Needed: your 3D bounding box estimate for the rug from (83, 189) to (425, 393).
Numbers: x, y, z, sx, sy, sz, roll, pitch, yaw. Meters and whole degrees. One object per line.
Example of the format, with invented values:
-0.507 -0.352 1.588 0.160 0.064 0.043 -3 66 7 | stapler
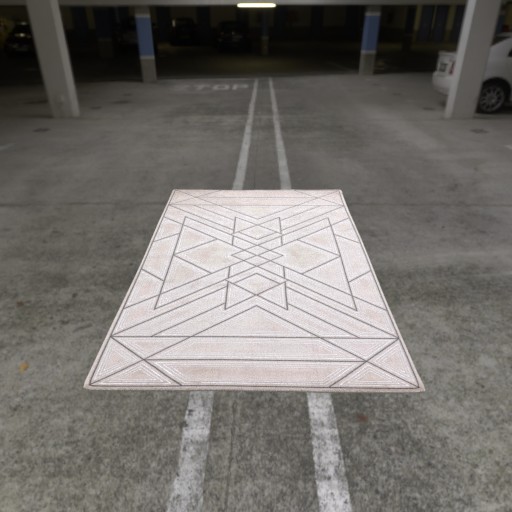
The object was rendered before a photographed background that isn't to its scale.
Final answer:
0.000 0.000 3.082 1.575 0.023 2.459 0 30 1 | rug
